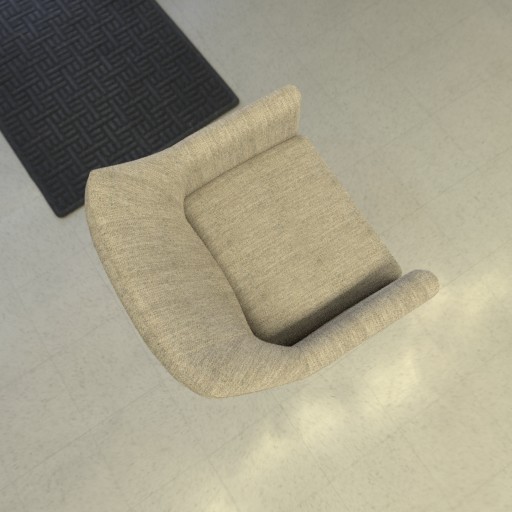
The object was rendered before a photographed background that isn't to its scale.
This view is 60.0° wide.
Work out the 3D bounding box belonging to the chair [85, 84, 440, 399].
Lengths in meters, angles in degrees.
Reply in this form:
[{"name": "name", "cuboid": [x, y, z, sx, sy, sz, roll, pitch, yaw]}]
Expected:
[{"name": "chair", "cuboid": [0.000, 0.000, 1.429, 0.758, 0.761, 0.796, -30, 76, -8]}]
